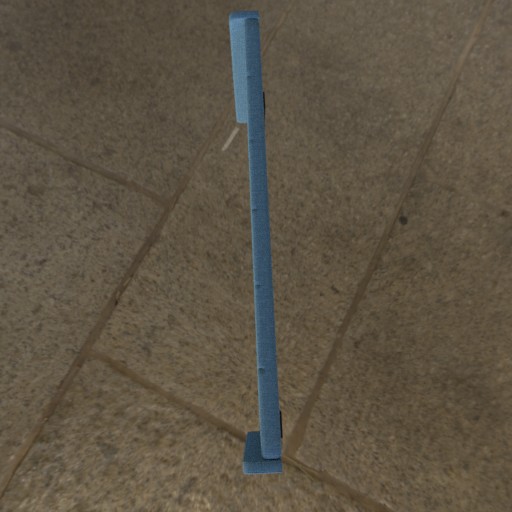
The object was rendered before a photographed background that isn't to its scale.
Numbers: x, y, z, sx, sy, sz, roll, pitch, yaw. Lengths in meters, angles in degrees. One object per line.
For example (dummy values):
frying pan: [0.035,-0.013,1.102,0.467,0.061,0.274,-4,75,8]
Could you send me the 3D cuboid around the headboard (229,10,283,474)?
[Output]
headboard: [0.000,0.000,2.609,0.184,1.524,2.051,-2,75,-1]
